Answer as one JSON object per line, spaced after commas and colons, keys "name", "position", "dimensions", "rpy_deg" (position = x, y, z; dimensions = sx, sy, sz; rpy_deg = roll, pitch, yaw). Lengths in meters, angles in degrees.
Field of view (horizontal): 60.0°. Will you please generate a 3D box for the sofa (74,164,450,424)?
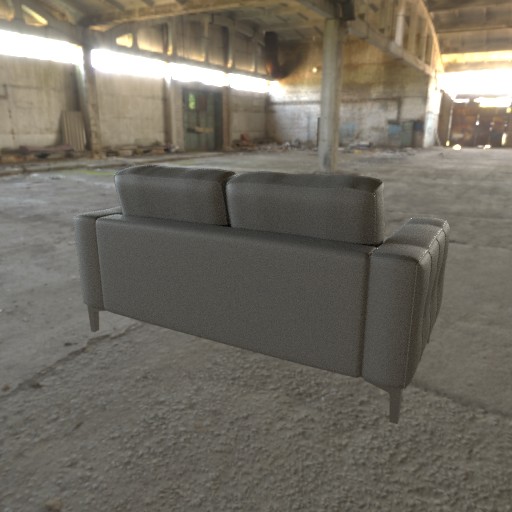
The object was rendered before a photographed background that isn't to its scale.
{"name": "sofa", "position": [0.000, 0.000, 2.248], "dimensions": [1.726, 0.893, 0.833], "rpy_deg": [9, 18, 28]}
